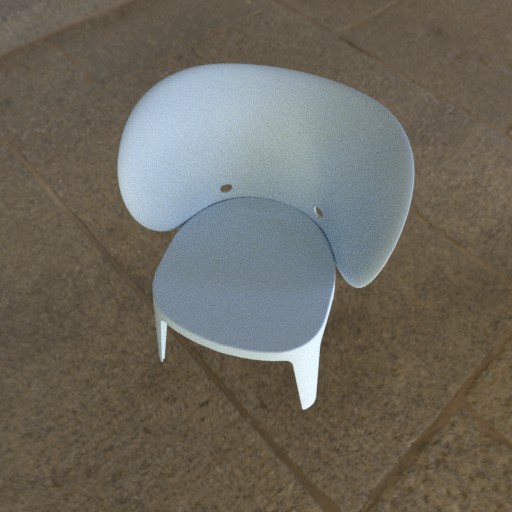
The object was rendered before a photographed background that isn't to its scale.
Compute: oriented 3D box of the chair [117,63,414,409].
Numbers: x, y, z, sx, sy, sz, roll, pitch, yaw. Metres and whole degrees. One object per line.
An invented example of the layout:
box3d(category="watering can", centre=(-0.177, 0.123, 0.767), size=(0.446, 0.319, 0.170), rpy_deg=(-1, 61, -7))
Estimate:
box3d(category="chair", centre=(0.000, 0.000, 0.856), size=(0.451, 0.554, 0.402), rpy_deg=(16, 60, 10))
